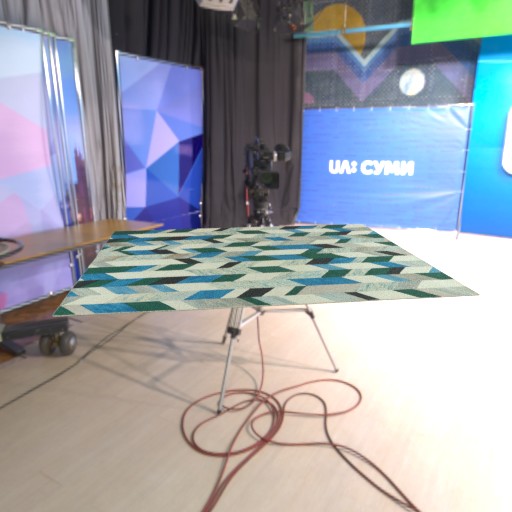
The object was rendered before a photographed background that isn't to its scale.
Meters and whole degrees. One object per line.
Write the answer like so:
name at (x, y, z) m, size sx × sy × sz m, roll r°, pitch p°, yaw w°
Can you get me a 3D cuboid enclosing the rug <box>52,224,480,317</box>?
rug at (0.000, 0.000, 4.244) m, size 3.036 × 0.008 × 2.440 m, roll -2°, pitch 17°, yaw -7°
